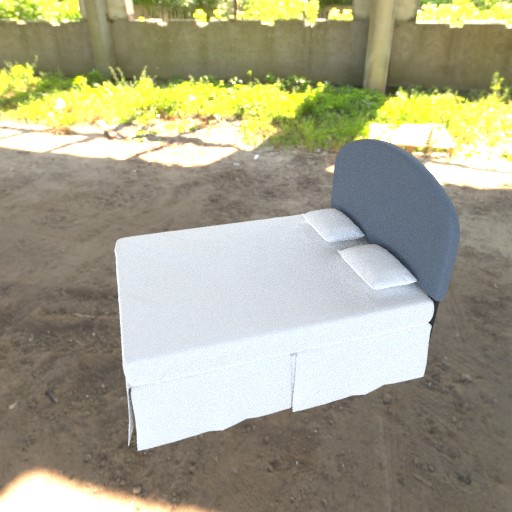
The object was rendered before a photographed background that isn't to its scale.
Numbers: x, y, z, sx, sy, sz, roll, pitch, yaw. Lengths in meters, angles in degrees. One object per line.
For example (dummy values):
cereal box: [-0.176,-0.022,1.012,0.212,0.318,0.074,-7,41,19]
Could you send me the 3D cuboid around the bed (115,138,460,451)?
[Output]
bed: [0.000,0.000,3.099,2.005,1.410,1.607,-9,30,-15]
